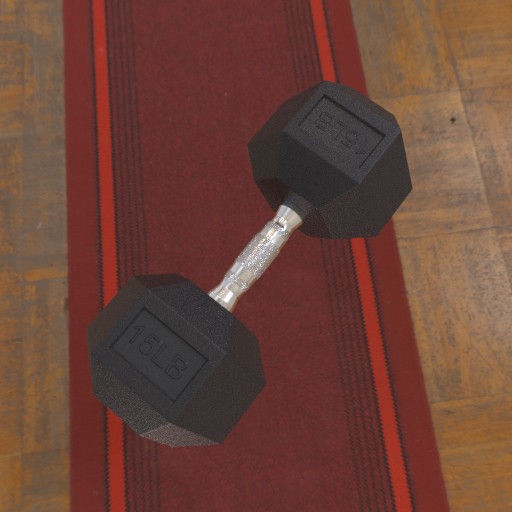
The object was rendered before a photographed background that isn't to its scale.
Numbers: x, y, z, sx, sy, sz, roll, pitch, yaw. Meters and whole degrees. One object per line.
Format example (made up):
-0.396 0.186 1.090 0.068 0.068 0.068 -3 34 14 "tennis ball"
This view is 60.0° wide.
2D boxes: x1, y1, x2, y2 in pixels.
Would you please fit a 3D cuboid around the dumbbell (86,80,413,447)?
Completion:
0.000 0.000 0.323 0.122 0.106 0.271 37 79 9 "dumbbell"
